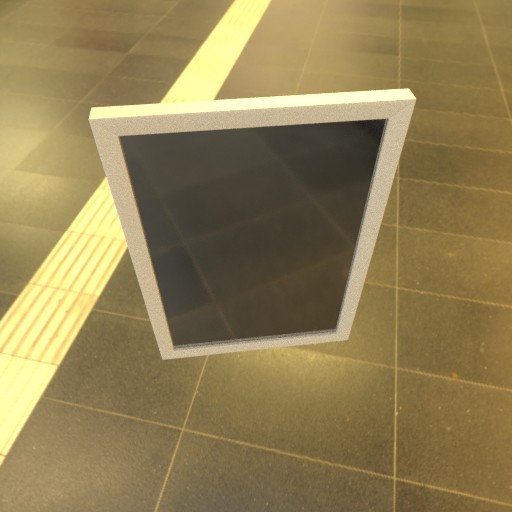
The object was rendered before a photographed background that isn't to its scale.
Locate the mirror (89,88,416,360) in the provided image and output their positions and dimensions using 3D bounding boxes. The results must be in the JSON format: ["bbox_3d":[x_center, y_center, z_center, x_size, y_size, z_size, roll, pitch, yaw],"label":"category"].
[{"bbox_3d":[0.000,0.000,0.955,0.507,0.710,0.040,-5,48,-5],"label":"mirror"}]
